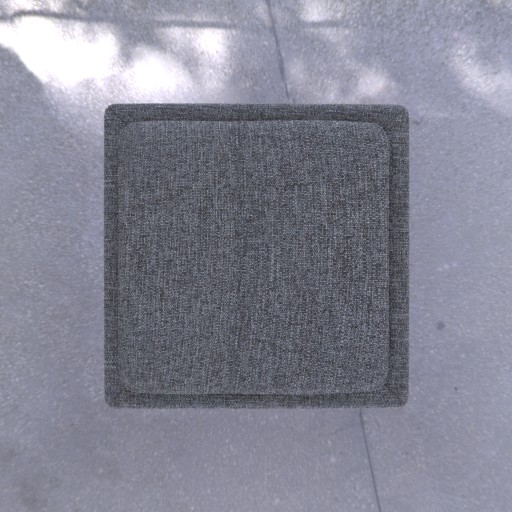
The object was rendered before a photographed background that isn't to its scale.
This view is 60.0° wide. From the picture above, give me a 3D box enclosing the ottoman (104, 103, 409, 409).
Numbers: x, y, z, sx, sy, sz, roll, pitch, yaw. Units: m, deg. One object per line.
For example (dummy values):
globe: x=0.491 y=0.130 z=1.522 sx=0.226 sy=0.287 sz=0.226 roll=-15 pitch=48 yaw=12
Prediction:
ottoman: x=0.000 y=0.000 z=0.817 sx=0.450 sy=0.460 sz=0.450 roll=0 pitch=90 yaw=-1
